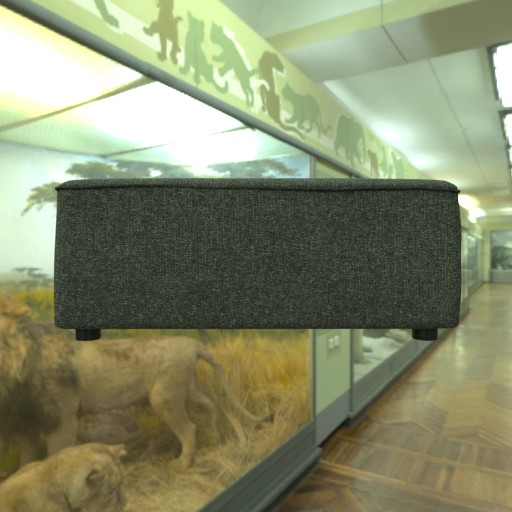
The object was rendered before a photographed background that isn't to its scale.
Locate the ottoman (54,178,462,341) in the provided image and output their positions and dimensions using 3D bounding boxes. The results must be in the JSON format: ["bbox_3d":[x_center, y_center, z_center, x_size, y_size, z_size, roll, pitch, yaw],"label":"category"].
[{"bbox_3d":[0.000,0.000,1.570,1.021,0.423,1.017,0,0,0],"label":"ottoman"}]
